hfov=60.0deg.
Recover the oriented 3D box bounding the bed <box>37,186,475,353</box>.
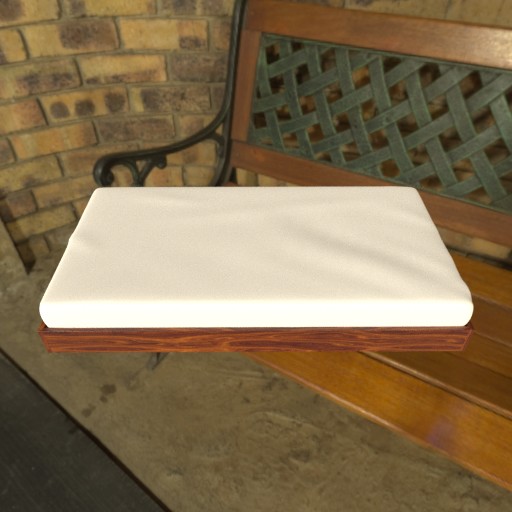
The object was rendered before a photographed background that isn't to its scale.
[{"bbox_3d":[0.000,0.000,2.231,1.860,0.312,0.940,0,42,0],"label":"bed"}]
